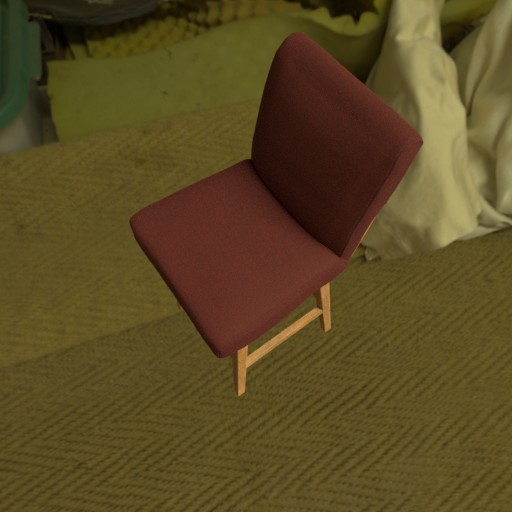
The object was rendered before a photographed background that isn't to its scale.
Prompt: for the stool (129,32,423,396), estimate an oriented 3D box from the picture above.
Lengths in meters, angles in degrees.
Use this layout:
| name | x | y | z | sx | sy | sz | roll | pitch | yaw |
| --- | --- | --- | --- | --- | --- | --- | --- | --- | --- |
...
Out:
| name | x | y | z | sx | sy | sz | roll | pitch | yaw |
| --- | --- | --- | --- | --- | --- | --- | --- | --- | --- |
| stool | 0.000 | 0.000 | 1.359 | 0.562 | 1.093 | 0.468 | -33 | 68 | -15 |
